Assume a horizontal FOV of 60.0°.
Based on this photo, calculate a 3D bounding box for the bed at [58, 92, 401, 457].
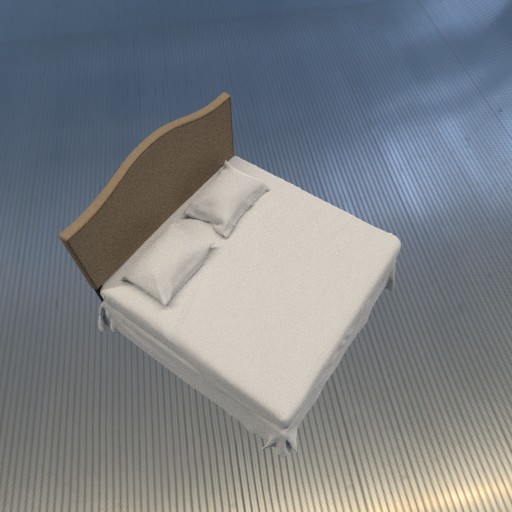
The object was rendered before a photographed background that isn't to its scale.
[{"bbox_3d":[0.000,0.000,3.835,2.222,1.651,2.311,31,62,18],"label":"bed"}]
